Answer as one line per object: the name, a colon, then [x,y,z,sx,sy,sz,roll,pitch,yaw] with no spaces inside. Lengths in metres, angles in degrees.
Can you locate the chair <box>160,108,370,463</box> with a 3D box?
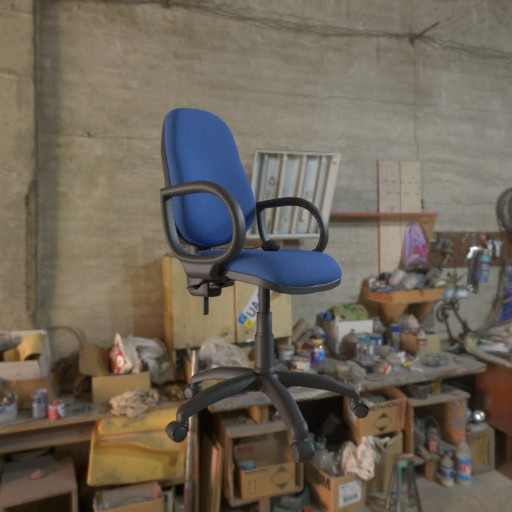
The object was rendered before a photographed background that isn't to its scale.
chair: [0.000,0.000,1.251,0.549,0.905,0.552,1,1,36]
